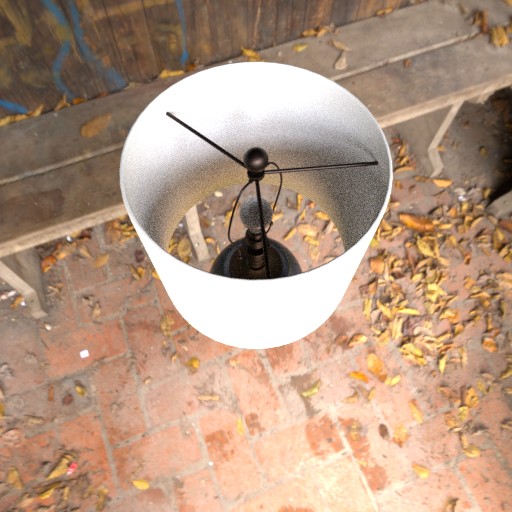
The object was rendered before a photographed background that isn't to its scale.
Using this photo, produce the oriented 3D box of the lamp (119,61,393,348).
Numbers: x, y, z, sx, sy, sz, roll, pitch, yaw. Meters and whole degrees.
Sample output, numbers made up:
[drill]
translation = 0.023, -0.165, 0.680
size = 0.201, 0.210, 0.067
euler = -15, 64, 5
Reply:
[lamp]
translation = 0.000, 0.000, 0.780
size = 0.329, 0.570, 0.329
euler = 36, 70, 16
